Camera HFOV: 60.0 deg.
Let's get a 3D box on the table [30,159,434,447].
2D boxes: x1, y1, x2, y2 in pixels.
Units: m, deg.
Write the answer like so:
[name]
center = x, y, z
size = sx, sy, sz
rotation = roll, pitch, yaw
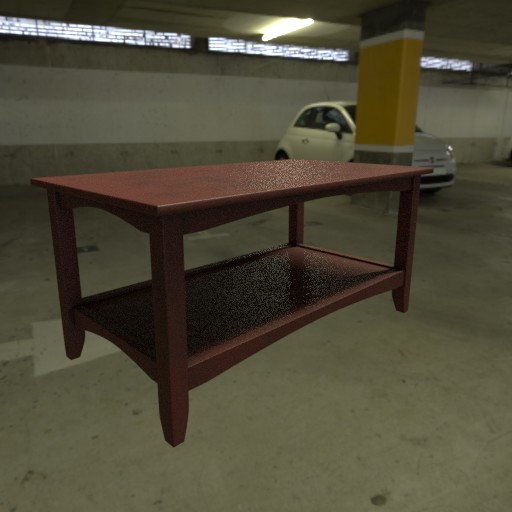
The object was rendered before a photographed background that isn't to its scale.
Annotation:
[table]
center = 0.000, 0.000, 1.223
size = 0.943, 0.456, 0.533
rotation = -15, 22, -43
